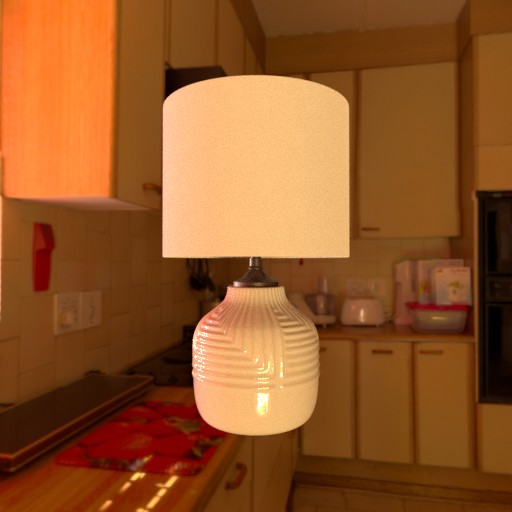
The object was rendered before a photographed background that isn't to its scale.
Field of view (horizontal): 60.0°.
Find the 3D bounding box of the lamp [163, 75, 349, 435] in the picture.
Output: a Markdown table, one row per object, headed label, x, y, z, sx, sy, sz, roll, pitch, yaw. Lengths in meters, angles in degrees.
| label | x | y | z | sx | sy | sz | roll | pitch | yaw |
| --- | --- | --- | --- | --- | --- | --- | --- | --- | --- |
| lamp | 0.000 | 0.000 | 0.770 | 0.318 | 0.567 | 0.318 | 0 | -1 | 0 |
